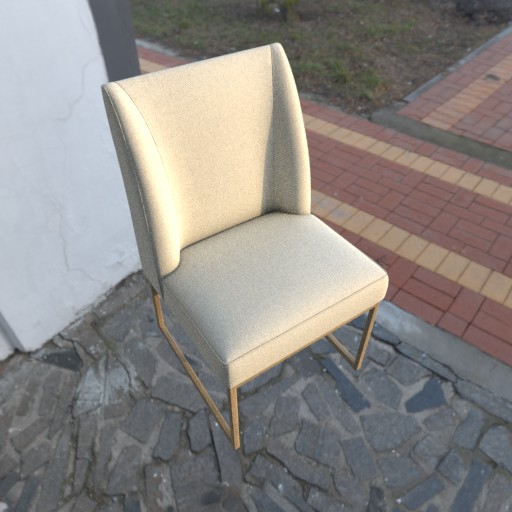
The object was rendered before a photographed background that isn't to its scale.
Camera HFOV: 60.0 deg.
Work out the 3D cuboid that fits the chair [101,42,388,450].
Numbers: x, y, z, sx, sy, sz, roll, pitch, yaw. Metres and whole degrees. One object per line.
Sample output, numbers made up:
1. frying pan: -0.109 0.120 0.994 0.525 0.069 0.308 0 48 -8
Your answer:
1. chair: 0.000 0.000 1.181 0.508 0.863 0.522 -25 49 -23
